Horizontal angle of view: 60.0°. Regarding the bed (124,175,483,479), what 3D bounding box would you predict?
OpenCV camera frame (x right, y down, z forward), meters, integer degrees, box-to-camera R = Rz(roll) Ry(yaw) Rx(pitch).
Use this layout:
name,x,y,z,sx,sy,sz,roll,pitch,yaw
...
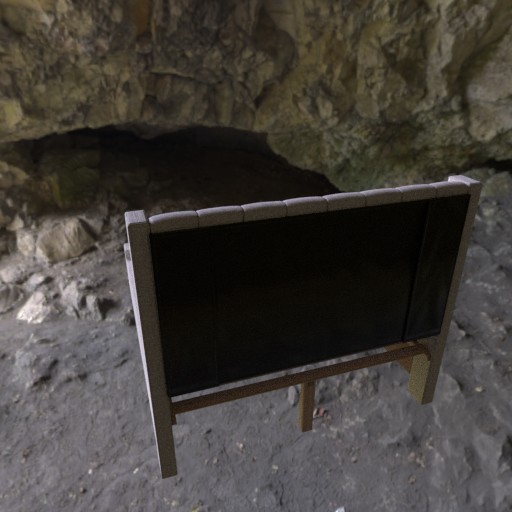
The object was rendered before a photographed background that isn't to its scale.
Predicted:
name,x,y,z,sx,sy,sz,roll,pitch,yaw
bed,0.000,0.000,3.692,2.044,1.748,2.372,-9,27,-17
